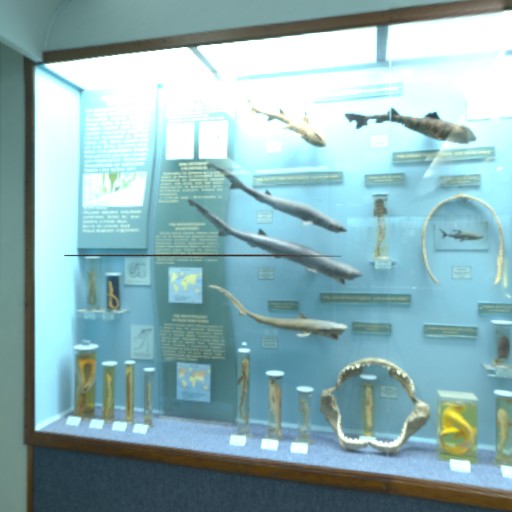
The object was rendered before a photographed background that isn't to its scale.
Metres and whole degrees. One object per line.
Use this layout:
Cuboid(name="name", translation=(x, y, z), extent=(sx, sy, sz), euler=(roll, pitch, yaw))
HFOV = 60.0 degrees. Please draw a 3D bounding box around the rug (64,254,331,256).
Cuboid(name="rug", translation=(0.000, 0.000, 2.736), extent=(0.792, 0.006, 2.437), euler=(0, 0, 17))
